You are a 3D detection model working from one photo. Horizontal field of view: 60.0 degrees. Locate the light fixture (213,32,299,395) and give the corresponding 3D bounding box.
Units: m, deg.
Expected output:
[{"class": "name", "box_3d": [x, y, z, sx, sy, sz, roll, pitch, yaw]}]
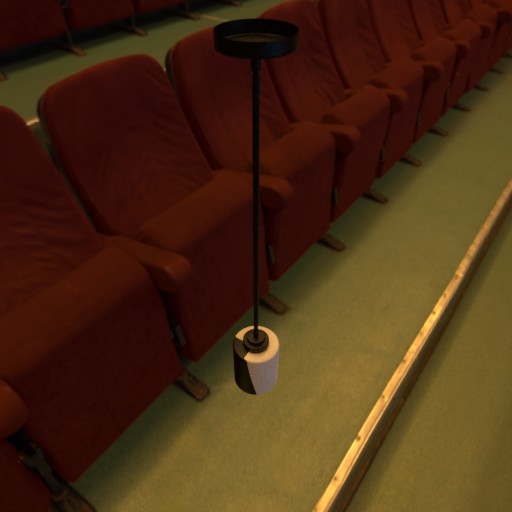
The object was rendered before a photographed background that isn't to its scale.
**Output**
[{"class": "light fixture", "box_3d": [0.000, 0.000, 0.919, 0.123, 0.863, 0.123, 26, 47, 27]}]
